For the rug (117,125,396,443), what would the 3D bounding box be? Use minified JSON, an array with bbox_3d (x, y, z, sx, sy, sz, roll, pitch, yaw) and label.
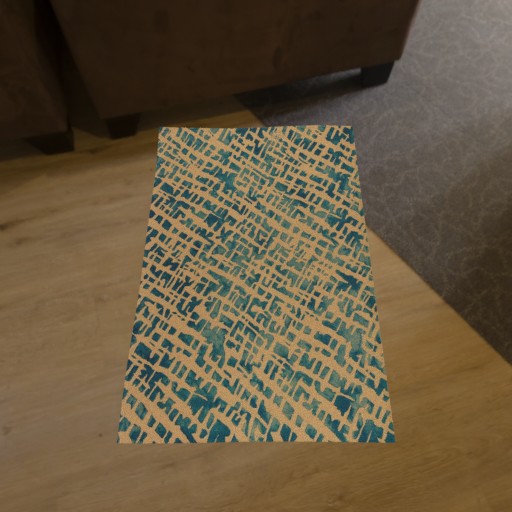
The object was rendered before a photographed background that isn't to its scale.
[{"bbox_3d":[0.000,0.000,2.343,1.209,0.011,1.830,0,63,0],"label":"rug"}]
